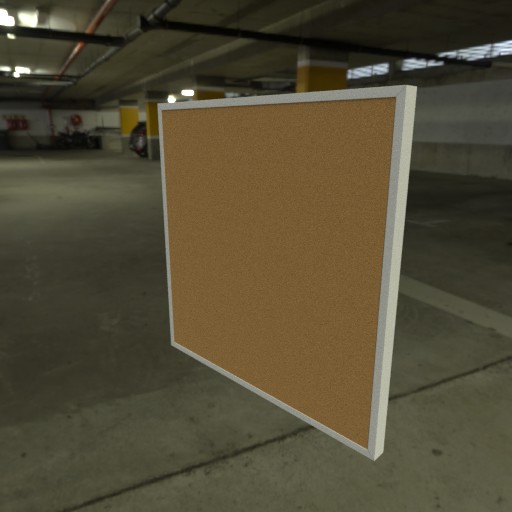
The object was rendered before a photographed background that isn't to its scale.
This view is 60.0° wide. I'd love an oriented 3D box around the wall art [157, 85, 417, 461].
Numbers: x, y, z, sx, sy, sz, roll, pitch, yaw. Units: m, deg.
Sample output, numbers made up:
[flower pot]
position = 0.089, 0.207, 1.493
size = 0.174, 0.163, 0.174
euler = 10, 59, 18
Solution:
[wall art]
position = 0.000, 0.000, 1.127
size = 0.038, 0.762, 0.762
euler = -15, 22, -43
